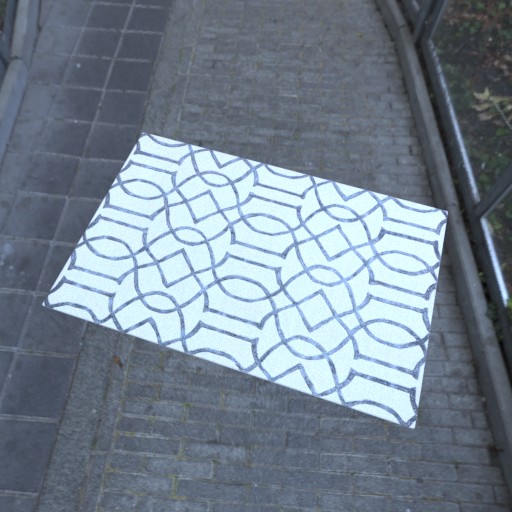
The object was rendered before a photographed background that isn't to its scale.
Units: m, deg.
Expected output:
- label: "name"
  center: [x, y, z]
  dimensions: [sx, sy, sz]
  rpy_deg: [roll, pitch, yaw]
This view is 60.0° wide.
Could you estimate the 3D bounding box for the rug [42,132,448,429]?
- label: "rug"
  center: [0.000, 0.000, 2.976]
  dimensions: [2.365, 0.017, 1.521]
  rpy_deg: [16, 64, 8]
